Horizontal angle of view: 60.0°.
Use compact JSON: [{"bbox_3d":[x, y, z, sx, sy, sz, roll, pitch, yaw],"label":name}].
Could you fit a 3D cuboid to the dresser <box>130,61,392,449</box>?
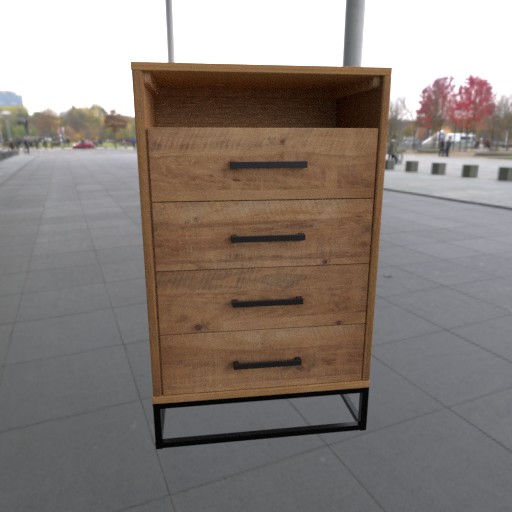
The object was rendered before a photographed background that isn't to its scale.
[{"bbox_3d":[0.000,0.000,1.626,0.761,1.240,0.479,-2,15,-8],"label":"dresser"}]
